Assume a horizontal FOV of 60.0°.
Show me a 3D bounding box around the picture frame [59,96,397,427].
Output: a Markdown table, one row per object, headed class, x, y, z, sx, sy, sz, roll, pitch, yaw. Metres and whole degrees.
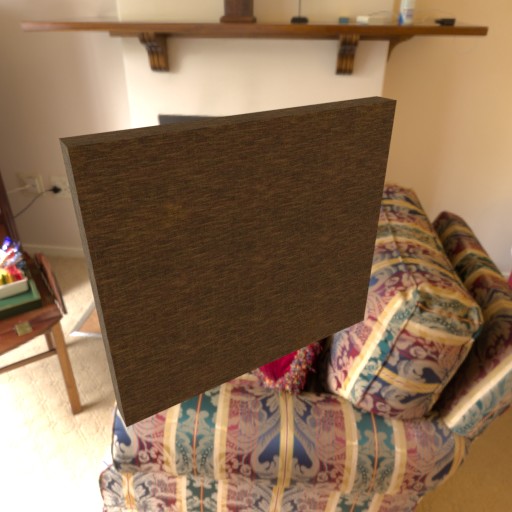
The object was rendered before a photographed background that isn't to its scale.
| class | x | y | z | sx | sy | sz | roll | pitch | yaw |
| --- | --- | --- | --- | --- | --- | --- | --- | --- | --- |
| picture frame | 0.000 | 0.000 | 0.536 | 0.378 | 0.330 | 0.033 | -17 | 34 | -28 |
